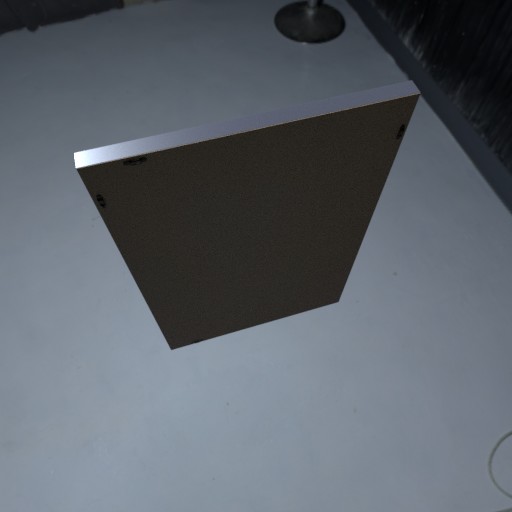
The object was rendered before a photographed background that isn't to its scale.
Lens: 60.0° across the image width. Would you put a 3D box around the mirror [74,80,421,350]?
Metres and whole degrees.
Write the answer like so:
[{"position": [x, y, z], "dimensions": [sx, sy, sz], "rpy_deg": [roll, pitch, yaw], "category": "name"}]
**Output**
[{"position": [0.000, 0.000, 1.153], "dimensions": [0.609, 0.915, 0.040], "rpy_deg": [-15, 61, -8], "category": "mirror"}]
